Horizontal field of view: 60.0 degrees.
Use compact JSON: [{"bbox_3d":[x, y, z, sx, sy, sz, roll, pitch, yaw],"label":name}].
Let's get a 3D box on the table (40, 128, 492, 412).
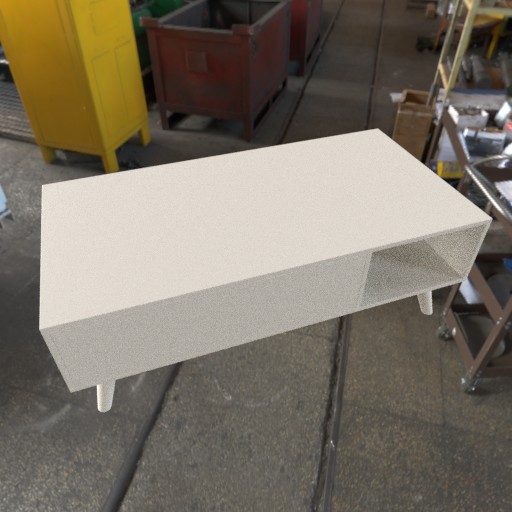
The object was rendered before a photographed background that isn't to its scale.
[{"bbox_3d":[0.000,0.000,1.451,1.194,0.432,0.609,-13,43,-15],"label":"table"}]
